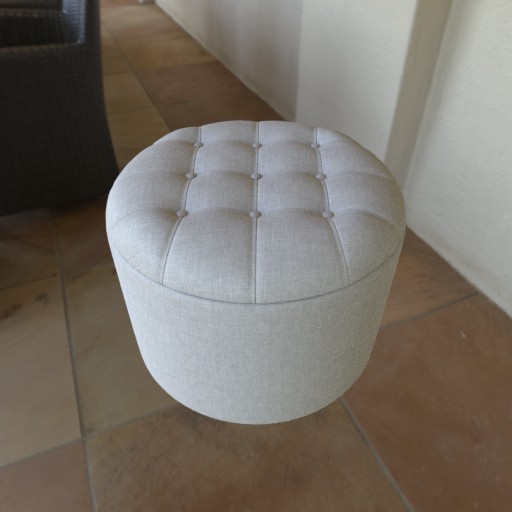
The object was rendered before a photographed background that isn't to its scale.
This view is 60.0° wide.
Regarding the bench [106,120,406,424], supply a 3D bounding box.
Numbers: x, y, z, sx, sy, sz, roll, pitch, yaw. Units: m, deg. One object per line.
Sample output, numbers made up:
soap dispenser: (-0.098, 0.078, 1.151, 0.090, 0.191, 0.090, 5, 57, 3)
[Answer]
bench: (0.000, 0.000, 1.008, 0.600, 0.453, 0.600, 0, 41, 0)
